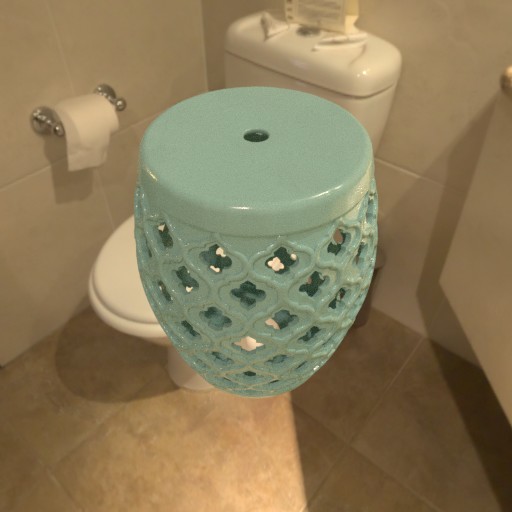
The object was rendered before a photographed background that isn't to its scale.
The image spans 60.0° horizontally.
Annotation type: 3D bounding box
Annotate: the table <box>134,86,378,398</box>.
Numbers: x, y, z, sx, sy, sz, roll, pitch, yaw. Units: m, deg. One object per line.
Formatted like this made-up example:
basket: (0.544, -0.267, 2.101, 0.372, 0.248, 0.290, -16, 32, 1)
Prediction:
table: (0.000, 0.000, 0.636, 0.325, 0.388, 0.325, 0, 45, 0)
